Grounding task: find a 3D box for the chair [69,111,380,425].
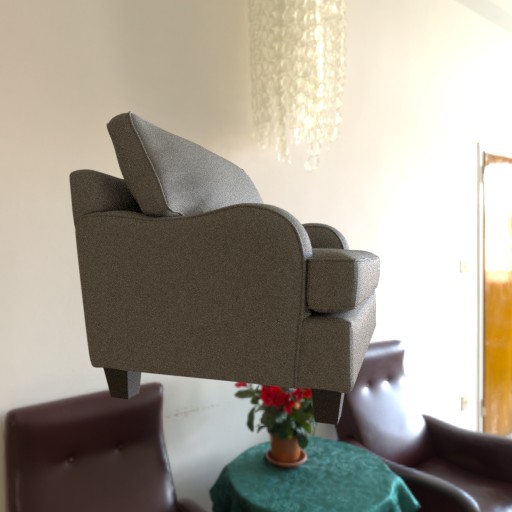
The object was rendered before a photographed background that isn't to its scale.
[{"bbox_3d":[0.000,0.000,1.995,1.040,1.016,1.220,0,1,18],"label":"chair"}]
